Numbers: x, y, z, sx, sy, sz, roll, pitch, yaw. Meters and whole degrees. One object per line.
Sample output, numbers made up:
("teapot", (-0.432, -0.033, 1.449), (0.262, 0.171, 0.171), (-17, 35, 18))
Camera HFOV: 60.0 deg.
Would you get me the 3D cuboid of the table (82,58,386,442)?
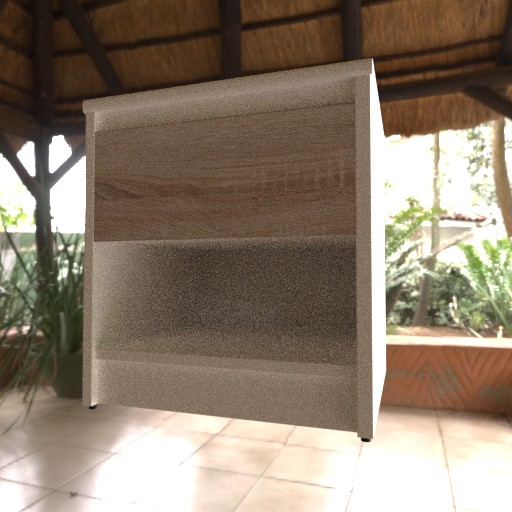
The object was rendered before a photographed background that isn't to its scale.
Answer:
("table", (0.000, 0.000, 0.768), (0.420, 0.460, 0.380), (-1, -2, 18))
